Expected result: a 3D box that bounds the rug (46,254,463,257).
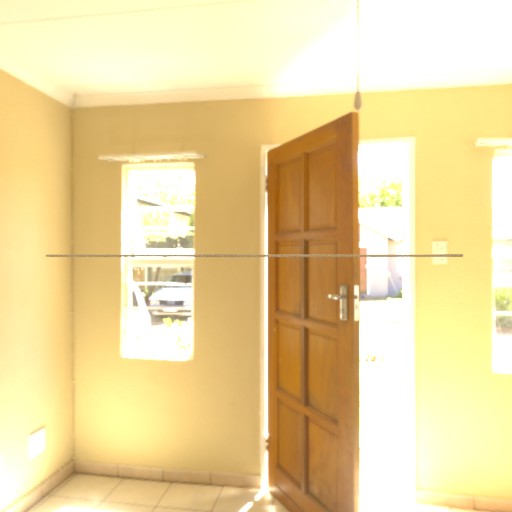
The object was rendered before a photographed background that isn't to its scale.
[{"bbox_3d":[0.000,0.000,4.086,2.434,0.019,3.041,0,0,0],"label":"rug"}]
